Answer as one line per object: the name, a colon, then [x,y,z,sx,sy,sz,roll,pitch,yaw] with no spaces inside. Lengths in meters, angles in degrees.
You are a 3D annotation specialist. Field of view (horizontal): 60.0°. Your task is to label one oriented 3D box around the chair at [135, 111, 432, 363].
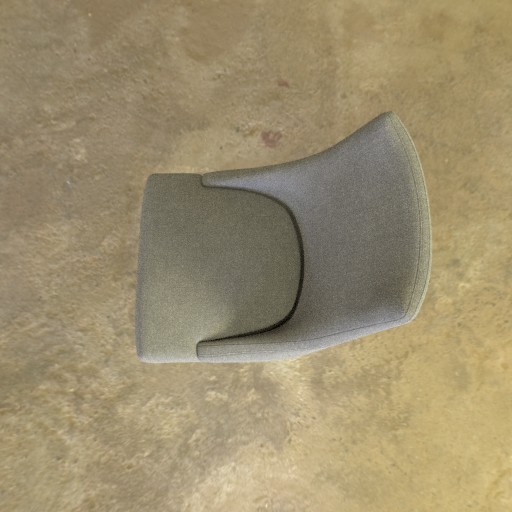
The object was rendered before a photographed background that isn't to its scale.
chair: [0.000,0.000,1.510,0.861,0.909,0.701,0,75,0]
